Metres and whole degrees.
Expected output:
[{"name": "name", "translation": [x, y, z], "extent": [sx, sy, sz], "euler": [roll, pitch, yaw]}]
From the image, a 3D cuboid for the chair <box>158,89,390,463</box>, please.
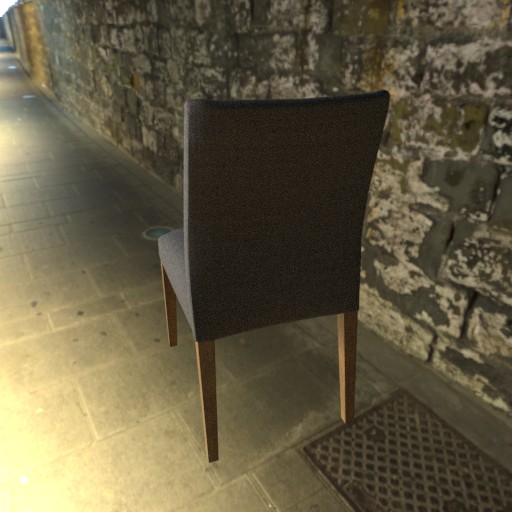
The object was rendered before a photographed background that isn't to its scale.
[{"name": "chair", "translation": [0.000, 0.000, 1.272], "extent": [0.496, 0.940, 0.585], "euler": [-9, 29, -16]}]
